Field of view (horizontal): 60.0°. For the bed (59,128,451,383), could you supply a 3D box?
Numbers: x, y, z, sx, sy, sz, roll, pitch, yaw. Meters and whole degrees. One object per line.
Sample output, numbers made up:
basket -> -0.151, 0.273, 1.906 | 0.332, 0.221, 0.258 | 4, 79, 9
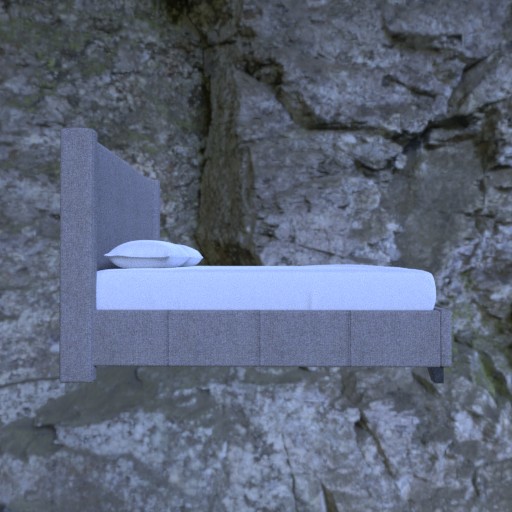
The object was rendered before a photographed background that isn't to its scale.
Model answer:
bed -> 0.000, 0.000, 3.382 | 2.245, 1.476, 1.714 | 0, -1, 1
